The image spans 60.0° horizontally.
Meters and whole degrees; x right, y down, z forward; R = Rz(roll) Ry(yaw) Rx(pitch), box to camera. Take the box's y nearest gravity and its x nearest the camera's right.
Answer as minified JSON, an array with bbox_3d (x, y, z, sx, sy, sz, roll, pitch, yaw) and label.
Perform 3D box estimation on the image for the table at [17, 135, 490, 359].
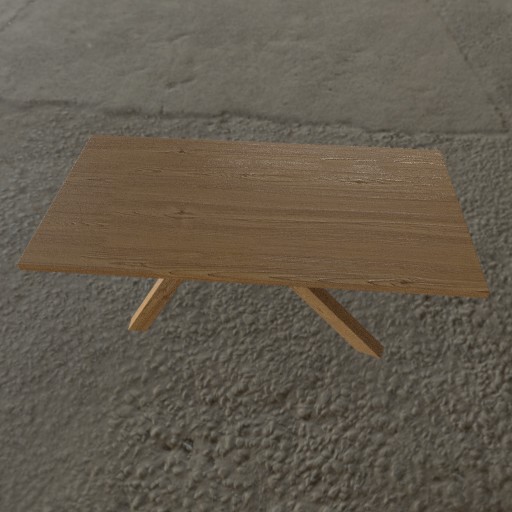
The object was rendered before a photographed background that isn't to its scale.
[{"bbox_3d":[0.000,0.000,2.255,1.797,0.750,0.901,3,48,3],"label":"table"}]
